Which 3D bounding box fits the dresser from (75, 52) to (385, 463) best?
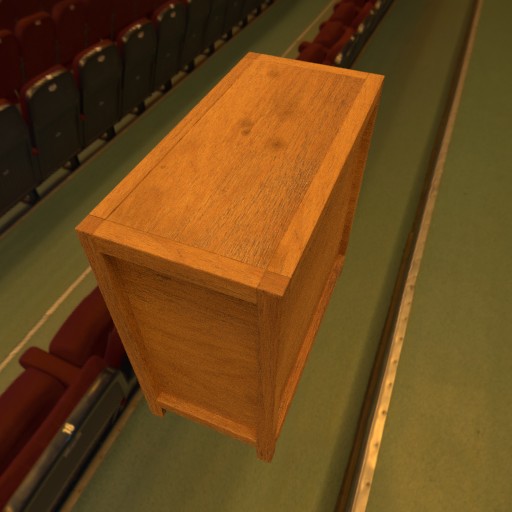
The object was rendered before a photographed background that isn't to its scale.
[{"bbox_3d":[0.000,0.000,1.293,0.427,0.804,0.804,17,50,15],"label":"dresser"}]
